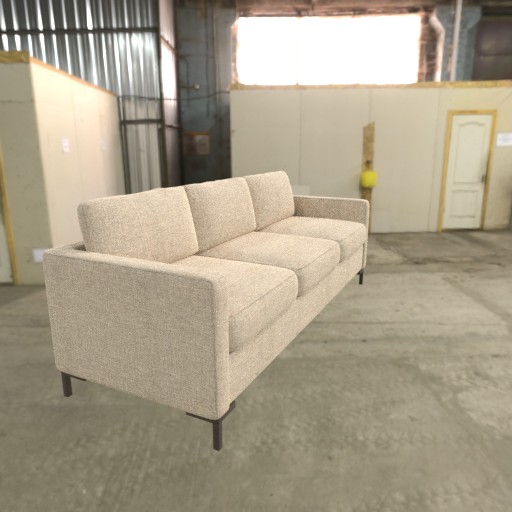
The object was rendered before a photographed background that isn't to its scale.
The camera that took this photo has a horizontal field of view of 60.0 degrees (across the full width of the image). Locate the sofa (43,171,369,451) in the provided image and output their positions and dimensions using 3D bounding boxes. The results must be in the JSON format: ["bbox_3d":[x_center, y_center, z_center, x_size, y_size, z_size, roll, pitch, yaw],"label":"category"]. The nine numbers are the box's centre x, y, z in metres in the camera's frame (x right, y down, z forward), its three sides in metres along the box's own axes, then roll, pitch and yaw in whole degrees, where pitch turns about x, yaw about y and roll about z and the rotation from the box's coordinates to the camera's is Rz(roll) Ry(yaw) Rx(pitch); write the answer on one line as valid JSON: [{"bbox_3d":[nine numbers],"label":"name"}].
[{"bbox_3d":[0.000,0.000,2.621,0.859,0.874,2.218,7,16,26],"label":"sofa"}]
